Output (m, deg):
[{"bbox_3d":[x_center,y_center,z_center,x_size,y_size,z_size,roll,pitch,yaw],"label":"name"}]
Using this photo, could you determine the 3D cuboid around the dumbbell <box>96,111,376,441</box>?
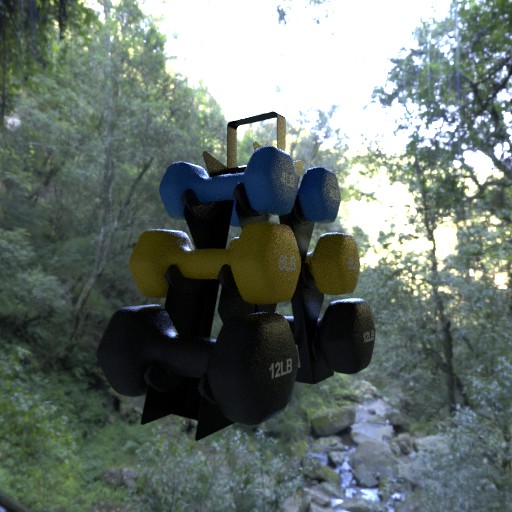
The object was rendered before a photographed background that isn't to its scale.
[{"bbox_3d":[0.000,0.000,0.682,0.255,0.426,0.409,-1,-2,34],"label":"dumbbell"}]
